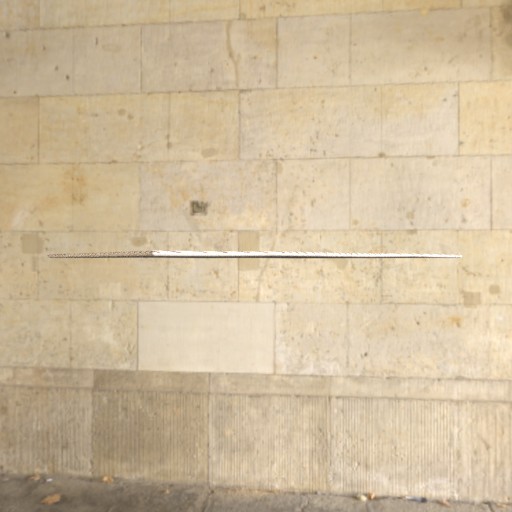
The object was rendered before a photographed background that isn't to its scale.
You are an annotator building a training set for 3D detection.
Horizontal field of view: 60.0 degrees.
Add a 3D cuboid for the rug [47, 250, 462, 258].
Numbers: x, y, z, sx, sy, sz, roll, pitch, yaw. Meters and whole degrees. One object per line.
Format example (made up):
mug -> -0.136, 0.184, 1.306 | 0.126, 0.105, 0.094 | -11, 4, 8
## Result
rug -> 0.000, 0.000, 3.245 | 2.449, 0.028, 1.829 | 0, -1, -37
